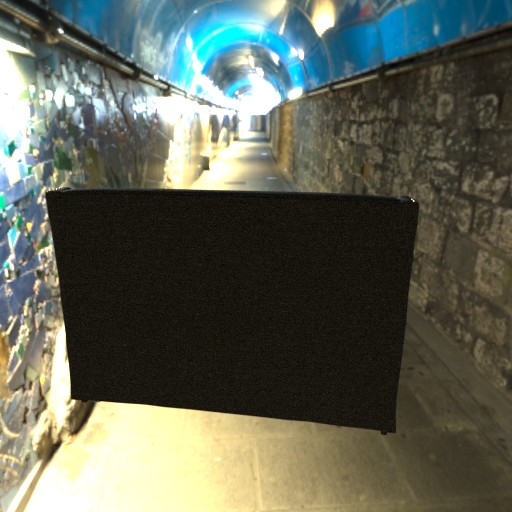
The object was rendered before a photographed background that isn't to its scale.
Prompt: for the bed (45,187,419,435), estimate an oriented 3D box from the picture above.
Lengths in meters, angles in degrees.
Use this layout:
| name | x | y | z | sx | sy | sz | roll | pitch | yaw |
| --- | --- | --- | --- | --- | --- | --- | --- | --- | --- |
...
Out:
| name | x | y | z | sx | sy | sz | roll | pitch | yaw |
| --- | --- | --- | --- | --- | --- | --- | --- | --- | --- |
| bed | 0.000 | 0.000 | 3.433 | 1.925 | 1.332 | 2.276 | 3 | 17 | 9 |
